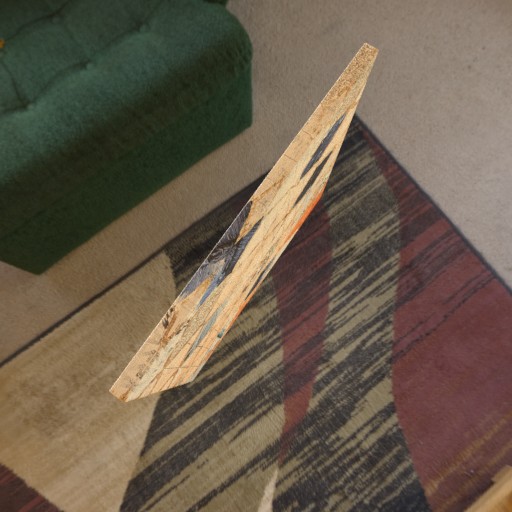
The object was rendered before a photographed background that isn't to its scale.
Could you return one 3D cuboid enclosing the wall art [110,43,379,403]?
[{"bbox_3d":[0.000,0.000,1.344,0.039,0.914,0.912,34,79,8],"label":"wall art"}]
